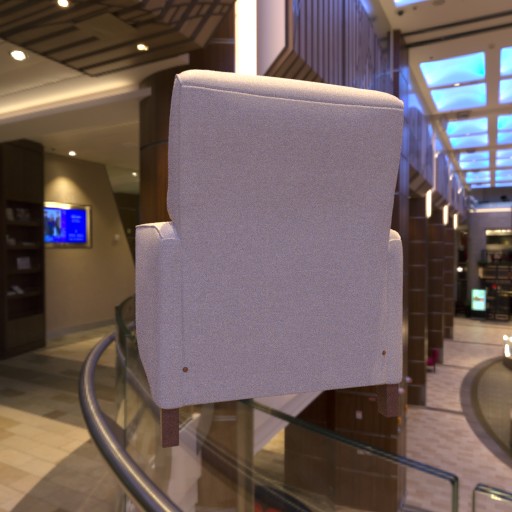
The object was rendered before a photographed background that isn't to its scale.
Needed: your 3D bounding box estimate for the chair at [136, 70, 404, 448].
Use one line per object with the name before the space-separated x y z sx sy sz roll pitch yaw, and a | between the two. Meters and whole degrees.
chair | 0.000 0.000 1.625 0.841 1.023 0.858 0 1 -18
